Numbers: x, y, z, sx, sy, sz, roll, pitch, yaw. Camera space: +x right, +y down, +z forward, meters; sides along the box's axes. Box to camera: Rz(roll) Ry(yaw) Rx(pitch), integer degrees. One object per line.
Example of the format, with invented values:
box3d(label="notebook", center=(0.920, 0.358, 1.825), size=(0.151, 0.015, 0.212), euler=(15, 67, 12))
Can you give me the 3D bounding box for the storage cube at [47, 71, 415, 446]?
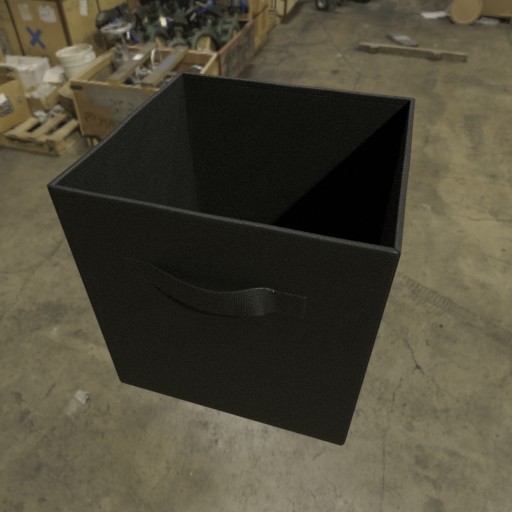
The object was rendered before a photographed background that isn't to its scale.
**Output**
box3d(label="storage cube", center=(0.000, 0.000, 0.486), size=(0.270, 0.280, 0.270), euler=(12, 44, 12))
